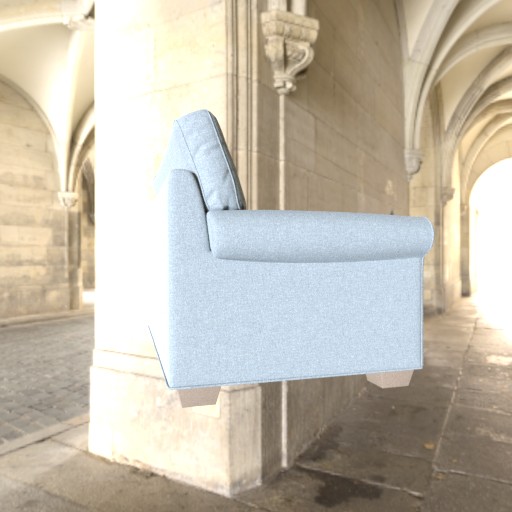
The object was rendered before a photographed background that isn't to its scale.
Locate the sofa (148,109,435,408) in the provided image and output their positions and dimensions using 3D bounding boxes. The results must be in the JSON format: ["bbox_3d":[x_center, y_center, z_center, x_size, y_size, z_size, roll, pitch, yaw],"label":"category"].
[{"bbox_3d":[0.000,0.000,2.096,0.940,0.953,1.410,0,0,-16],"label":"sofa"}]
